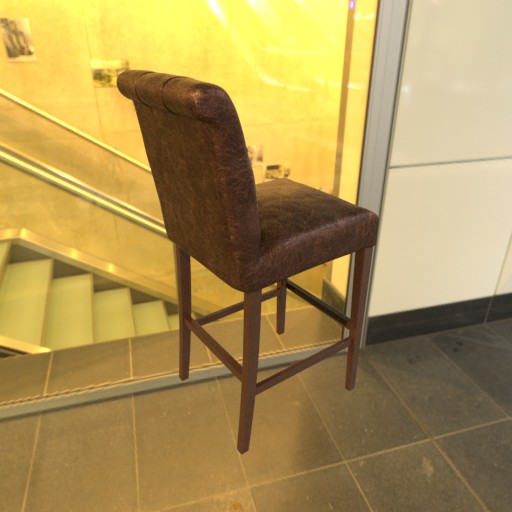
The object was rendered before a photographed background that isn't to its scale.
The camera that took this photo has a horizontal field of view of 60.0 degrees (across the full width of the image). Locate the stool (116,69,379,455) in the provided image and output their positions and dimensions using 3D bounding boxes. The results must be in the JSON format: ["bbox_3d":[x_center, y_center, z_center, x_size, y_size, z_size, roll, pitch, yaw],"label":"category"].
[{"bbox_3d":[0.000,0.000,1.494,0.659,1.168,0.483,-18,32,-31],"label":"stool"}]
